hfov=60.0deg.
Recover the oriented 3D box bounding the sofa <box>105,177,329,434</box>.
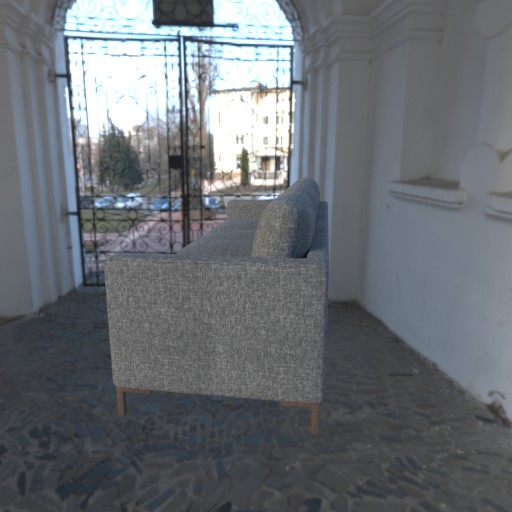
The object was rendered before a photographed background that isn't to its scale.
[{"bbox_3d":[0.000,0.000,2.700,0.859,0.874,2.218,2,13,9],"label":"sofa"}]
